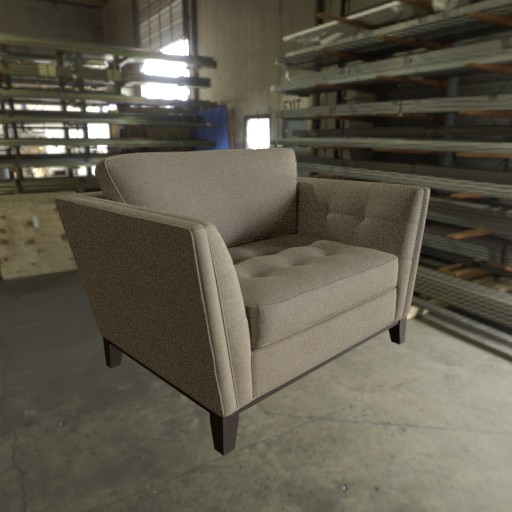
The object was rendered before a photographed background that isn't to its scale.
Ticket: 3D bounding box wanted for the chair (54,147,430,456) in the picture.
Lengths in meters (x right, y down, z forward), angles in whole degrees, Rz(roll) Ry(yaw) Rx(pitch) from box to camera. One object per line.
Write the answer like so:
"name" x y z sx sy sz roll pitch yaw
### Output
"chair" 0.000 0.000 2.035 1.397 0.940 0.965 -14 21 -42
